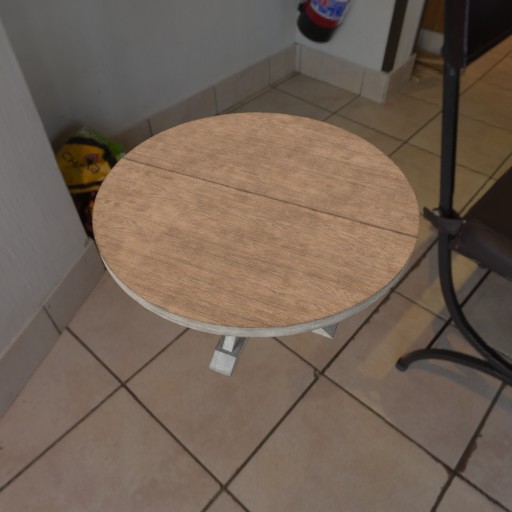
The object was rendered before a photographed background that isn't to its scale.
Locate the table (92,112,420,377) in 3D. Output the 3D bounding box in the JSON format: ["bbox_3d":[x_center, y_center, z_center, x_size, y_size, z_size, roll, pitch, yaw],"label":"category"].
[{"bbox_3d":[0.000,0.000,2.183,1.363,0.781,1.363,0,47,0],"label":"table"}]
